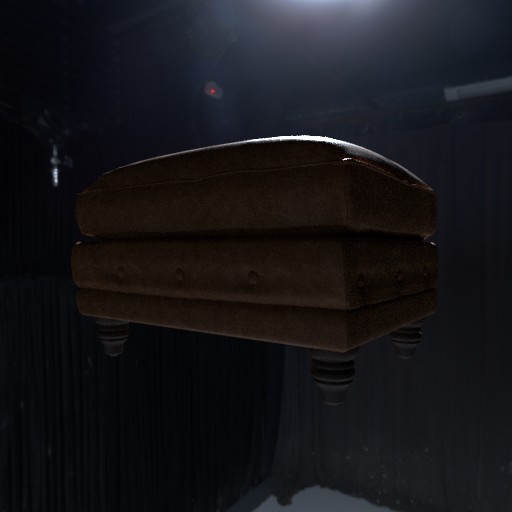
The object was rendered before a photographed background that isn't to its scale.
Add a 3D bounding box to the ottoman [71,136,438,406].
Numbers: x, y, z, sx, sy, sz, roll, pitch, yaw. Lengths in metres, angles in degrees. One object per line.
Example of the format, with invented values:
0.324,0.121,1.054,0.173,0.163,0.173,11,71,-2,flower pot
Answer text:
0.000,0.000,1.052,0.710,0.480,0.533,1,1,36,ottoman
